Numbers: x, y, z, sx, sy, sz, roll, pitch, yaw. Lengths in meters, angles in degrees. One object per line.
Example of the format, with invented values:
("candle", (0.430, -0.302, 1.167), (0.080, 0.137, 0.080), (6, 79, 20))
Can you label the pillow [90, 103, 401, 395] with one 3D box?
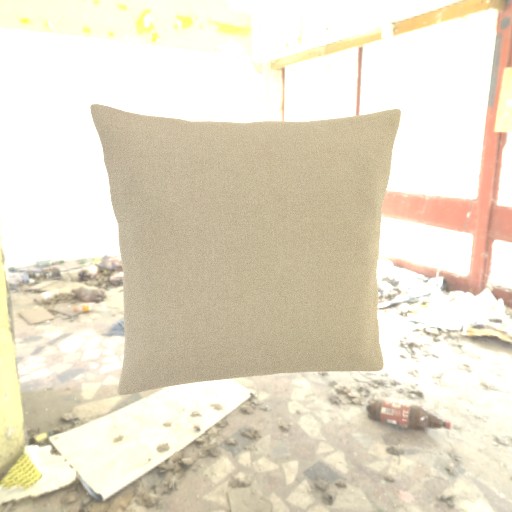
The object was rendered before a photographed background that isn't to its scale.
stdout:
("pillow", (0.000, 0.000, 0.794), (0.523, 0.510, 0.166), (-2, 14, -9))
